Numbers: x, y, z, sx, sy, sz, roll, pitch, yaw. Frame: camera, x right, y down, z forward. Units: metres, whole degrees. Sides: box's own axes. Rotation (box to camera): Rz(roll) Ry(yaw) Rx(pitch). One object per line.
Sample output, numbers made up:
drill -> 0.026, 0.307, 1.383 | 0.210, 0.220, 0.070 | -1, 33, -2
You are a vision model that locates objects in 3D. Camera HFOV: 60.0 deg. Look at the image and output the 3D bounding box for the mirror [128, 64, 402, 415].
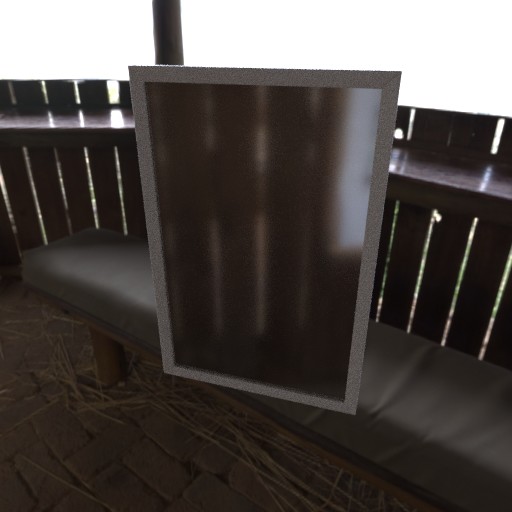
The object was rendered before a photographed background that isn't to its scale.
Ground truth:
mirror -> 0.000, 0.000, 1.166 | 0.609, 0.914, 0.041 | 8, 28, 15
